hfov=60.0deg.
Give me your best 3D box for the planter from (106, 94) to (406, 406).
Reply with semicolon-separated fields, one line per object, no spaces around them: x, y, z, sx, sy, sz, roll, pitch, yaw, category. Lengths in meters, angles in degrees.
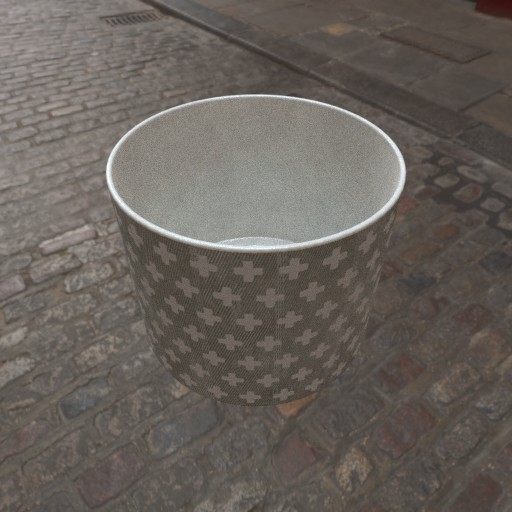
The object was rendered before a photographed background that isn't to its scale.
0.000;0.000;0.460;0.250;0.239;0.250;0;42;0;planter
